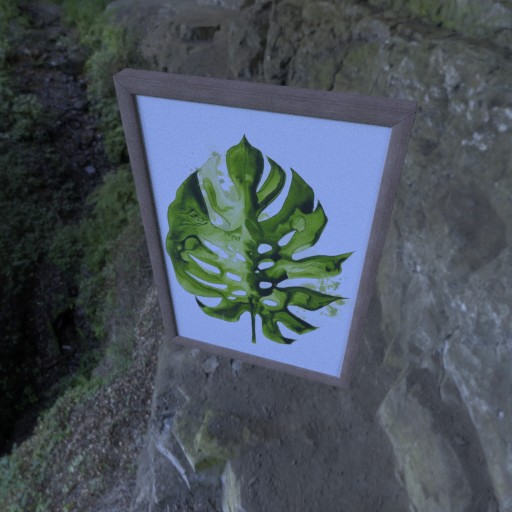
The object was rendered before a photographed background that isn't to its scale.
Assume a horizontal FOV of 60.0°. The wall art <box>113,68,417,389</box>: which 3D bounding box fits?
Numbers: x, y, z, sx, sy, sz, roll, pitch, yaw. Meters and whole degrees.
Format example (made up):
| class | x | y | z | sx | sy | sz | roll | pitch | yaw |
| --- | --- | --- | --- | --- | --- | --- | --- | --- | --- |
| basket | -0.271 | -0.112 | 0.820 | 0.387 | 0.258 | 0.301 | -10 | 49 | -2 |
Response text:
| class | x | y | z | sx | sy | sz | roll | pitch | yaw |
| --- | --- | --- | --- | --- | --- | --- | --- | --- | --- |
| wall art | 0.000 | 0.000 | 0.674 | 0.356 | 0.509 | 0.031 | 12 | 42 | 13 |
